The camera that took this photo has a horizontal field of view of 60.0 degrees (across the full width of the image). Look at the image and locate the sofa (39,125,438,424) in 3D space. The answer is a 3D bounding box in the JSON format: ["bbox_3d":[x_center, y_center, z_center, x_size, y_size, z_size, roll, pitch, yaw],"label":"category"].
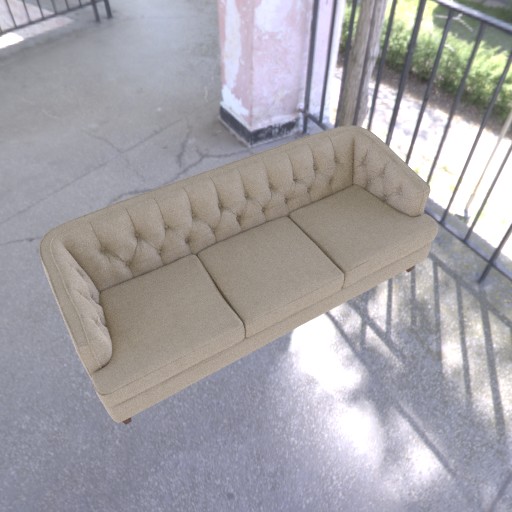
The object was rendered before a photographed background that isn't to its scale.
[{"bbox_3d":[0.000,0.000,2.722,2.235,0.788,0.913,-24,52,-21],"label":"sofa"}]
